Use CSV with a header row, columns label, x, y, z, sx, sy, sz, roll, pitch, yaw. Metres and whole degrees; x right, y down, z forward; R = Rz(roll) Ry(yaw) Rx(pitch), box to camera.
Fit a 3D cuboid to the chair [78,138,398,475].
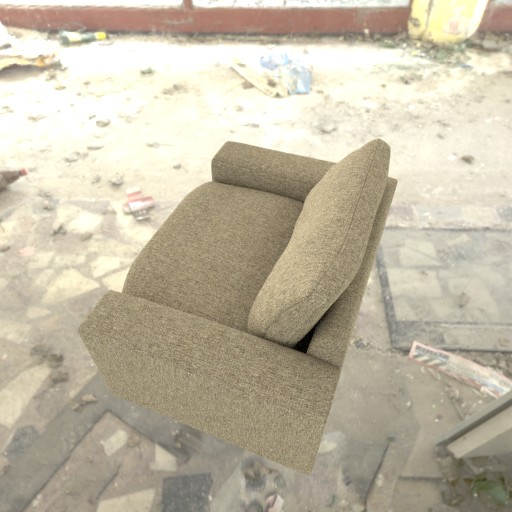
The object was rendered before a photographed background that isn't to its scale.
label,x,y,z,sx,sy,sz,roll,pitch,yaw
chair,0.000,0.000,2.071,1.039,0.915,1.398,16,50,15
